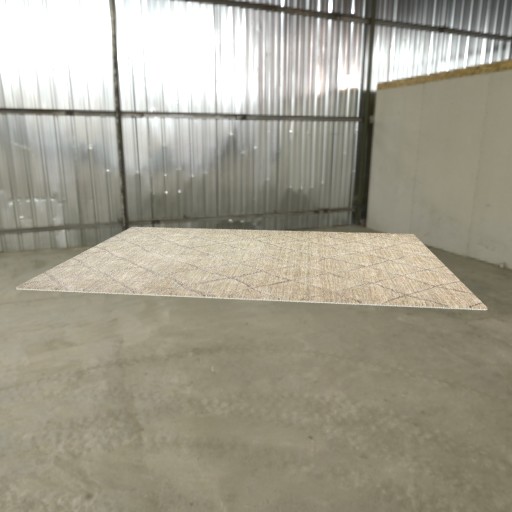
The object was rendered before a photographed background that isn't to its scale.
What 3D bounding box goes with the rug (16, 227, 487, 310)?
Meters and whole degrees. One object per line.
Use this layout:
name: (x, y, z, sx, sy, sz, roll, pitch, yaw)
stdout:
rug: (0.000, 0.000, 2.849, 2.280, 0.015, 1.521, 2, 16, 7)
